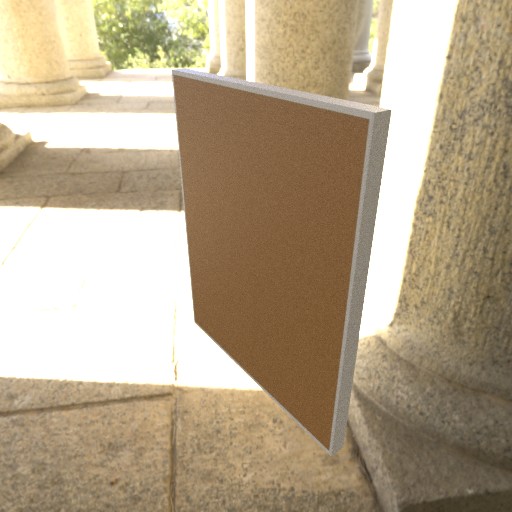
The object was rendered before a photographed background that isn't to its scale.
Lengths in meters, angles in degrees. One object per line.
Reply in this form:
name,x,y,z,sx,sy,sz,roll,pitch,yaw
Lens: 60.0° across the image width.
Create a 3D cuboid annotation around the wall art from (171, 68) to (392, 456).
wall art,0.000,0.000,0.752,0.030,0.549,0.443,-21,35,-32
